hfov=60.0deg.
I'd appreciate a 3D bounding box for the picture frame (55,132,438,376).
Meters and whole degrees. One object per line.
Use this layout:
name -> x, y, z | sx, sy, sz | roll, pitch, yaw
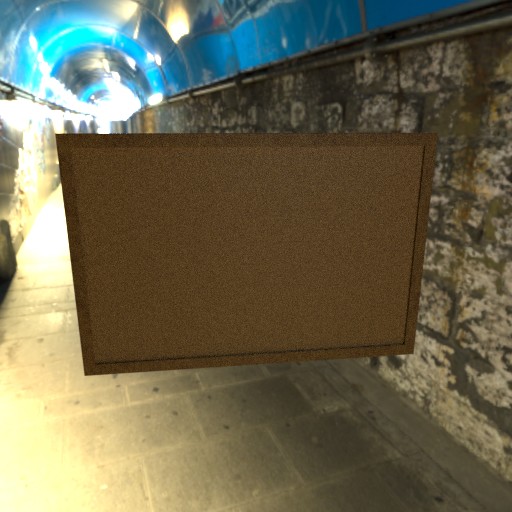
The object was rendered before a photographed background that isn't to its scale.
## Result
picture frame -> 0.000, 0.000, 1.161 | 0.922, 0.621, 0.029 | -2, 16, -7
